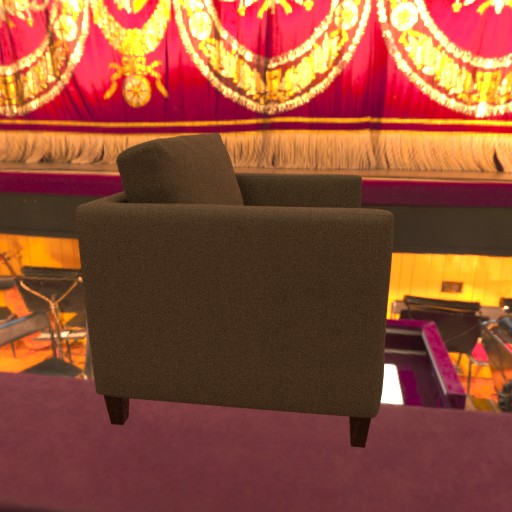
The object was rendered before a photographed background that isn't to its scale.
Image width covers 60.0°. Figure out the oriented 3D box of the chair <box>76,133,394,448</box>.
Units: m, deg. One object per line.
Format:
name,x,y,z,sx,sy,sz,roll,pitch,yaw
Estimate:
chair,0.000,0.000,1.811,0.959,0.963,1.107,2,16,8
